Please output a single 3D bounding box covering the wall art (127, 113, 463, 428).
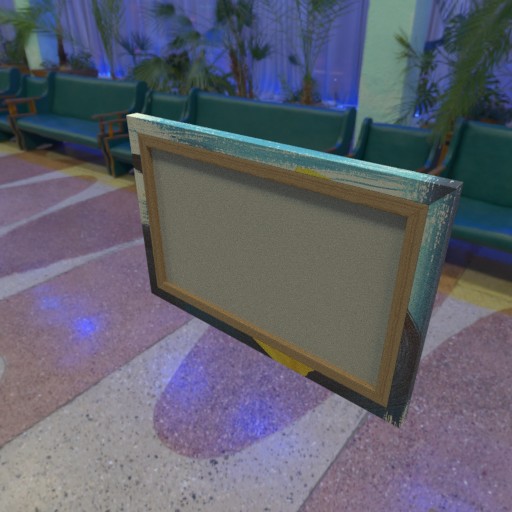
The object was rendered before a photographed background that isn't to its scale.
[{"bbox_3d":[0.000,0.000,1.172,0.914,0.610,0.039,22,36,33],"label":"wall art"}]
